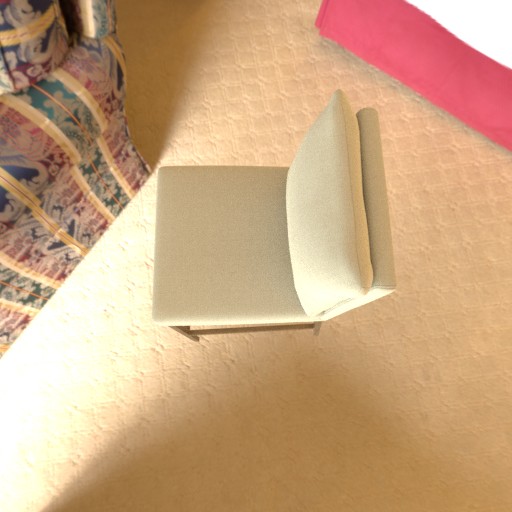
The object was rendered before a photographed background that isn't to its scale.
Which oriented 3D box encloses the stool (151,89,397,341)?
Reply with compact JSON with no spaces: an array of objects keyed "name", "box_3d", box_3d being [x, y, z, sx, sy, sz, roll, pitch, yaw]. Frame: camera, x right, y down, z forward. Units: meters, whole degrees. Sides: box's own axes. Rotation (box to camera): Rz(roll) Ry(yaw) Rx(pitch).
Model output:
[{"name":"stool","box_3d":[0.000,0.000,1.428,0.572,1.125,0.463,-1,75,0]}]
